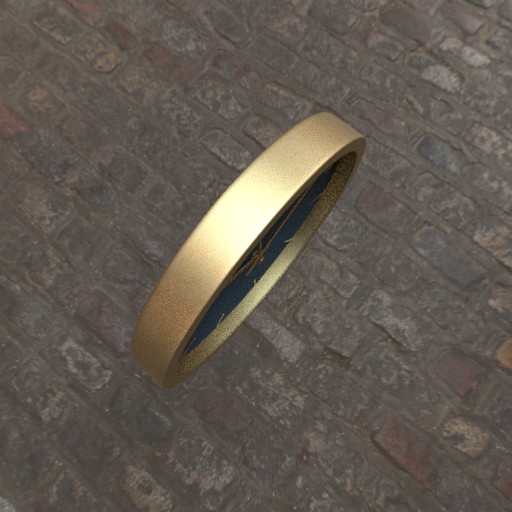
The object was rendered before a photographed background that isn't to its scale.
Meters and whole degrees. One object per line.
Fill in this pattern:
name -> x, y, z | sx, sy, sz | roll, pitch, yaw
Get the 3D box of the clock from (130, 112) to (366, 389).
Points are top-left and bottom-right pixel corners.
clock -> 0.000, 0.000, 0.462 | 0.040, 0.314, 0.314 | 39, 78, 10
